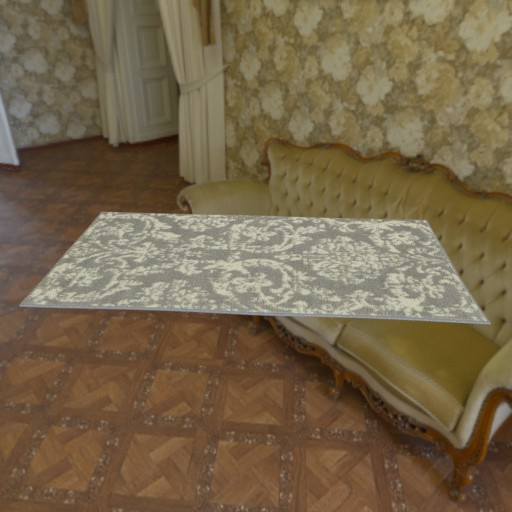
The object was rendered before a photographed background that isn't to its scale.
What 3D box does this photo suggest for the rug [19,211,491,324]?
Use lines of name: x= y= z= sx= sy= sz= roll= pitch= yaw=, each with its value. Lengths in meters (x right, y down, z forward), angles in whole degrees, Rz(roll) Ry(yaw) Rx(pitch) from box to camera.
rug: x=0.000 y=0.000 z=1.400 sx=1.219 sy=0.007 sz=0.604 roll=2 pitch=30 yaw=3
